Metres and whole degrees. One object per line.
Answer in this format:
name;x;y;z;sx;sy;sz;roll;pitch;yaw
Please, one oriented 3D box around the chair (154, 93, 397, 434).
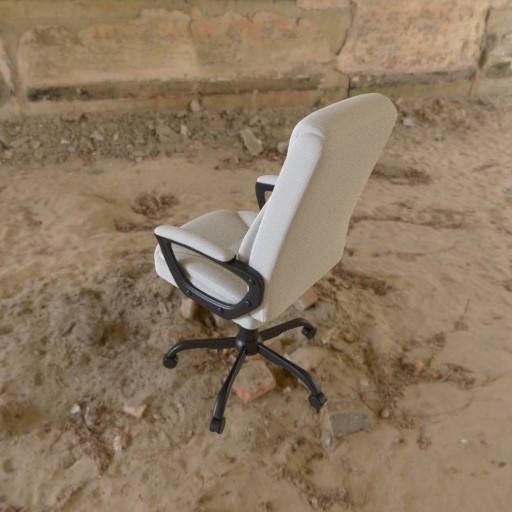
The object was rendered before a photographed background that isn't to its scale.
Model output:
chair;0.000;0.000;1.479;0.669;1.065;0.663;22;38;31
